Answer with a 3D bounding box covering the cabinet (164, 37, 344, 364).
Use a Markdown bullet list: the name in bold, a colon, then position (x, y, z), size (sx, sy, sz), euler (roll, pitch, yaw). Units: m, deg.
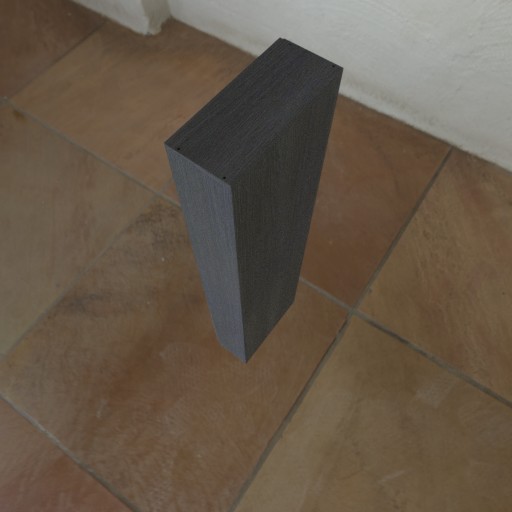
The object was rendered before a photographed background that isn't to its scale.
- **cabinet**: position (0.000, 0.000, 1.966), size (0.230, 1.790, 0.500), euler (34, 68, 16)
